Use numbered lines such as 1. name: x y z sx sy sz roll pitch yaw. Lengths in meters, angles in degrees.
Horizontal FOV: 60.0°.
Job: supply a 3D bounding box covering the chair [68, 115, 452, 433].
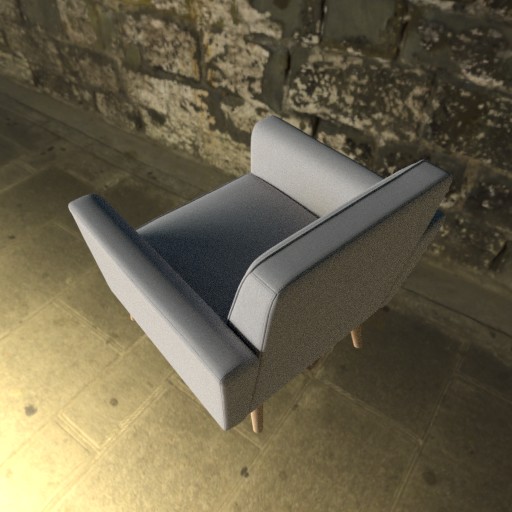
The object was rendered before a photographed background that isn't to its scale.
1. chair: 0.000 0.000 1.350 0.780 0.780 0.750 -31 54 -27
